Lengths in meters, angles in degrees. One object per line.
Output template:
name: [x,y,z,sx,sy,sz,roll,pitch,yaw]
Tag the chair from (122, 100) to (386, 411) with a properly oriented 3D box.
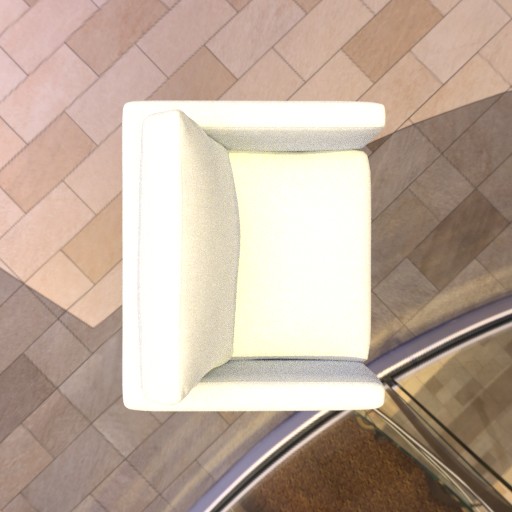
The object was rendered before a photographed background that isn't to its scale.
chair: [0.000,0.000,1.815,0.953,0.961,1.107,0,90,0]
